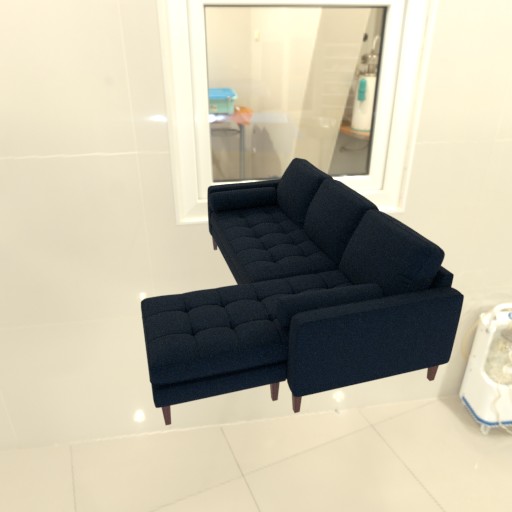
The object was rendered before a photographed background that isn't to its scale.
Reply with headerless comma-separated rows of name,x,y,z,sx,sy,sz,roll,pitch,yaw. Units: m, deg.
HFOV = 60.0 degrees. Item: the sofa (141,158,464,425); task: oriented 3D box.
sofa,0.000,0.000,3.060,1.613,0.841,2.185,-8,28,-15
